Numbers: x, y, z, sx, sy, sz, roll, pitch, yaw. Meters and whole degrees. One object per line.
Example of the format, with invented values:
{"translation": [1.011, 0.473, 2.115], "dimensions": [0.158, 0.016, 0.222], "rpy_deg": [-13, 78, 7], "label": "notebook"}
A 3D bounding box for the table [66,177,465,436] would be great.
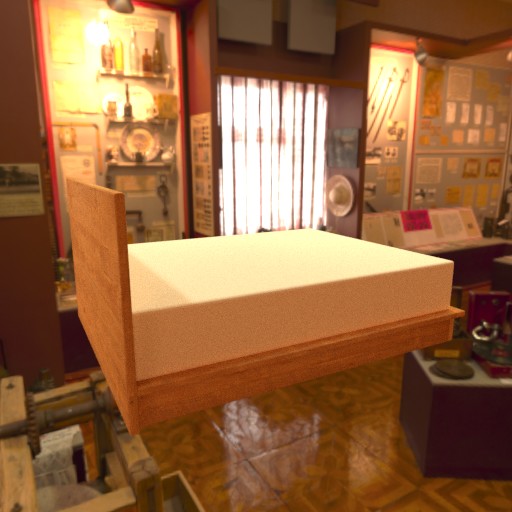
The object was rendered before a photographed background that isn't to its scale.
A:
{"translation": [0.000, 0.000, 3.029], "dimensions": [2.149, 1.041, 1.707], "rpy_deg": [-7, 14, -28], "label": "table"}
